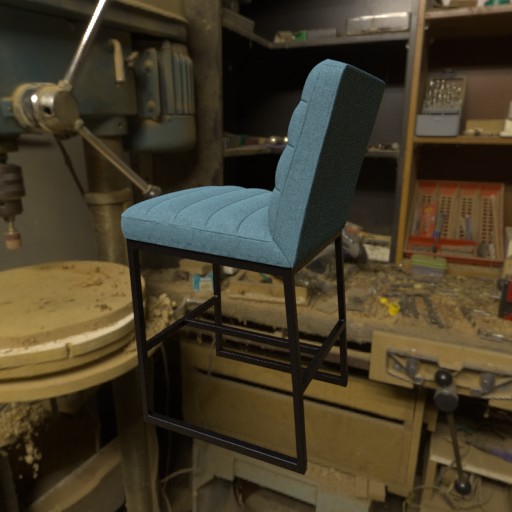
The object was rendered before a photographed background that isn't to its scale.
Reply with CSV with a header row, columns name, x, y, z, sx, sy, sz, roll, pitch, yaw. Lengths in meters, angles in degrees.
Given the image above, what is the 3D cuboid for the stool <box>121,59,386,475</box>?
name,x,y,z,sx,sy,sz,roll,pitch,yaw
stool,0.000,0.000,1.230,0.560,0.940,0.460,8,18,24
